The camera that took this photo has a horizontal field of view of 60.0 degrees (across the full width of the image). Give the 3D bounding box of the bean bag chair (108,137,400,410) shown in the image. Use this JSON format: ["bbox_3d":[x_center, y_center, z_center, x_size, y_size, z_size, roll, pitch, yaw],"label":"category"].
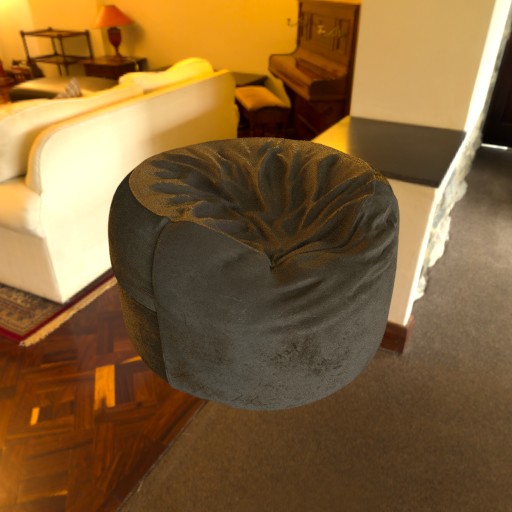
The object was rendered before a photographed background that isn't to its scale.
[{"bbox_3d":[0.000,0.000,1.489,0.918,0.605,0.918,0,32,0],"label":"bean bag chair"}]
